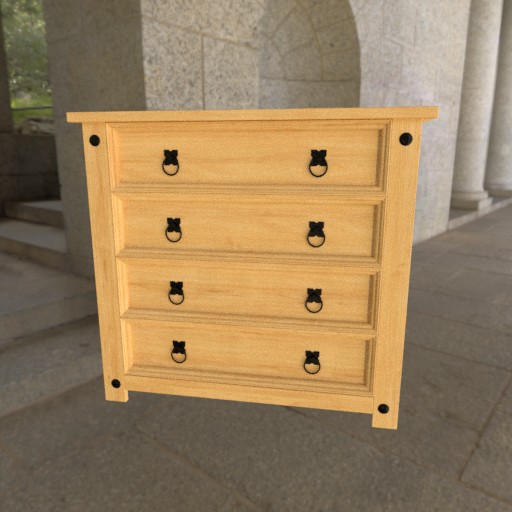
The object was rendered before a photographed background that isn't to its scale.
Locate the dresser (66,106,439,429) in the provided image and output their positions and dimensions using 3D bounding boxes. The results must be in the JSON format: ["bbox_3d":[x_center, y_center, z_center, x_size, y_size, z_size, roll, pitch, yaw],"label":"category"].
[{"bbox_3d":[0.000,0.000,1.214,0.800,0.730,0.410,2,13,10],"label":"dresser"}]
